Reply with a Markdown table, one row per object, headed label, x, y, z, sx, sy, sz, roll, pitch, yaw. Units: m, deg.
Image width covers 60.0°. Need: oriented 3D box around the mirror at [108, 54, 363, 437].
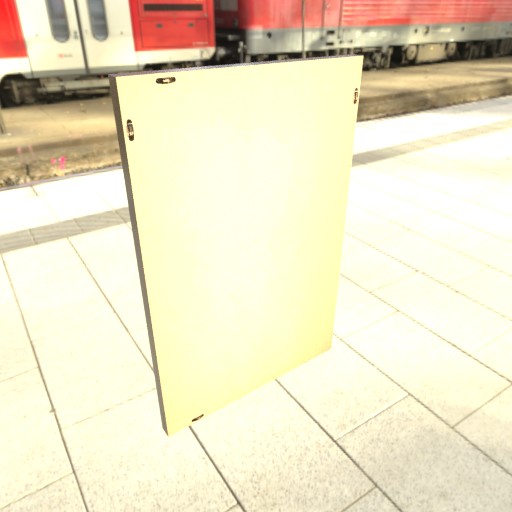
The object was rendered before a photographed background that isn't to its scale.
| label | x | y | z | sx | sy | sz | roll | pitch | yaw |
| --- | --- | --- | --- | --- | --- | --- | --- | --- | --- |
| mirror | 0.000 | 0.000 | 1.142 | 0.609 | 0.915 | 0.041 | -20 | 35 | -30 |
